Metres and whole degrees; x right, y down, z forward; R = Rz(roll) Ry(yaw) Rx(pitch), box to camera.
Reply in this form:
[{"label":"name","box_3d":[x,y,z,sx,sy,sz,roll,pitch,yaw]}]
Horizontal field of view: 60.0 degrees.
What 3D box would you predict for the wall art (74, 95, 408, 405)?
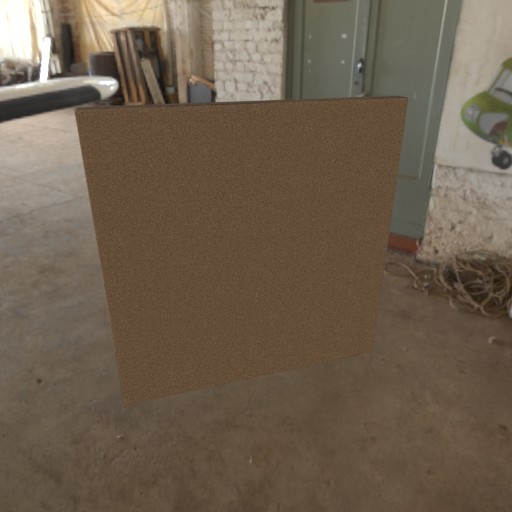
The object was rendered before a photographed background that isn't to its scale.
[{"label":"wall art","box_3d":[0.000,0.000,1.137,0.749,0.751,0.050,-8,27,-16]}]
